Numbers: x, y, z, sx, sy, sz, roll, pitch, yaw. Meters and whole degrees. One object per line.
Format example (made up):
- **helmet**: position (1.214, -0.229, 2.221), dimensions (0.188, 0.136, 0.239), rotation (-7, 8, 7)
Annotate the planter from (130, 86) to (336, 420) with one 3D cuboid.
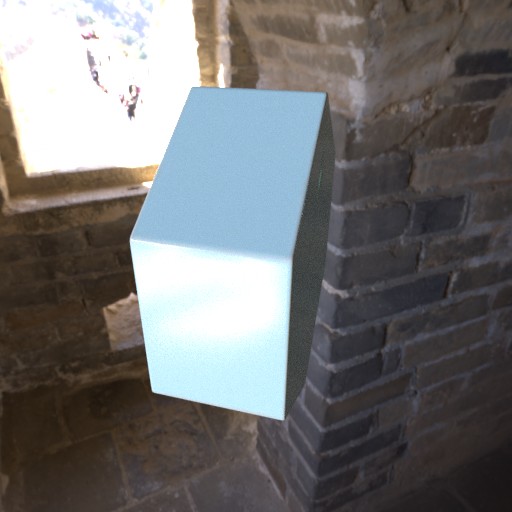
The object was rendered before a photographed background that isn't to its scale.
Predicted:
- **planter**: position (0.000, 0.000, 0.290), dimensions (0.078, 0.207, 0.169), rotation (7, 30, 13)
